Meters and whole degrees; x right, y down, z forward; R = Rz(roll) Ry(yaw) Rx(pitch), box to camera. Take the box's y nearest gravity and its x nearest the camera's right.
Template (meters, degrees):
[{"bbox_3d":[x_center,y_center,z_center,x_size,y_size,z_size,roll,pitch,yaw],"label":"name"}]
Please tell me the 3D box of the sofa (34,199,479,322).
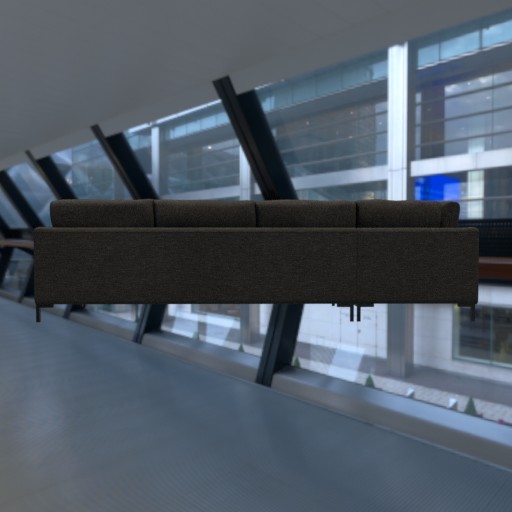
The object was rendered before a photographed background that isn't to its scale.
[{"bbox_3d":[0.000,0.000,3.861,2.949,0.815,2.007,0,1,-1],"label":"sofa"}]
